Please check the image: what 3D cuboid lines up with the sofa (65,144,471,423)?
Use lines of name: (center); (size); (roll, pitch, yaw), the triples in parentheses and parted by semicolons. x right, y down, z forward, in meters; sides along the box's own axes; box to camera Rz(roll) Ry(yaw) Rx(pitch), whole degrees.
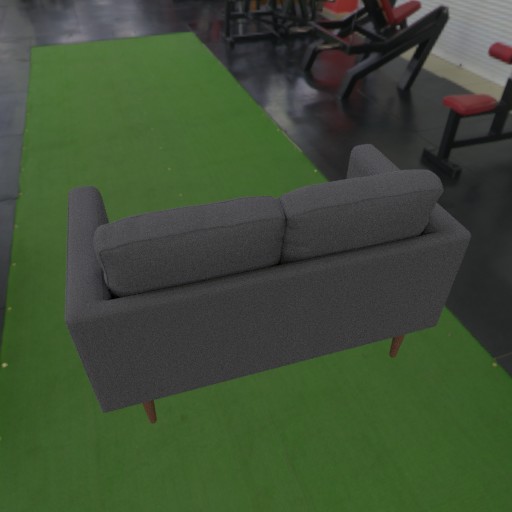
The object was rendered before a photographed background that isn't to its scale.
sofa: (0.000, 0.000, 1.896); (1.430, 0.908, 0.796); (-11, 42, -13)
